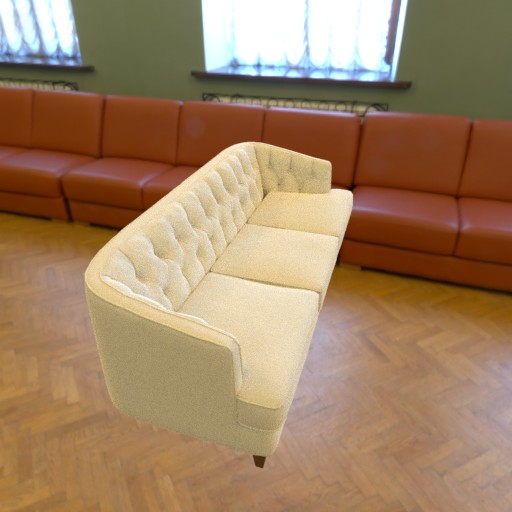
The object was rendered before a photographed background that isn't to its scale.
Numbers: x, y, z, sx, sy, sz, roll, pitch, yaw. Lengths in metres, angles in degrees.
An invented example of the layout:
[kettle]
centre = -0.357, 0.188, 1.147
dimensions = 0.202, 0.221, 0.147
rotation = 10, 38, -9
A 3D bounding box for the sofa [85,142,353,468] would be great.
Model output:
[sofa]
centre = 0.000, 0.000, 2.719
dimensions = 0.941, 0.855, 2.278
rotation = 9, 31, 15
